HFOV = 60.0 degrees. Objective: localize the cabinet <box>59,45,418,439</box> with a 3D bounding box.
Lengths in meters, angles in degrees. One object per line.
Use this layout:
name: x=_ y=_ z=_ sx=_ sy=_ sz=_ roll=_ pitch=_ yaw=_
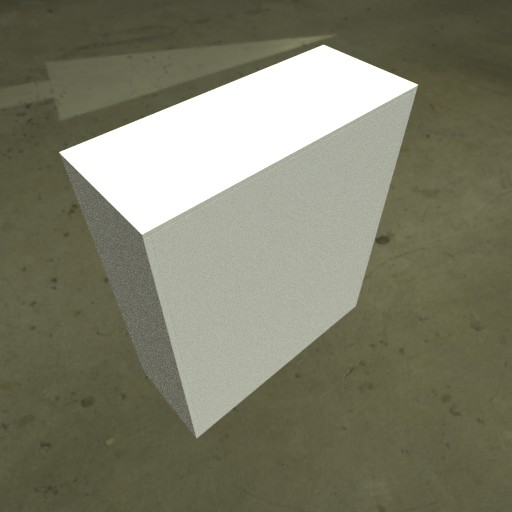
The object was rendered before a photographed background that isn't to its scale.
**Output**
cabinet: x=0.000 y=0.000 z=1.703 sx=1.000 sy=1.190 sz=0.400 roll=-33 pitch=56 yaw=-27
